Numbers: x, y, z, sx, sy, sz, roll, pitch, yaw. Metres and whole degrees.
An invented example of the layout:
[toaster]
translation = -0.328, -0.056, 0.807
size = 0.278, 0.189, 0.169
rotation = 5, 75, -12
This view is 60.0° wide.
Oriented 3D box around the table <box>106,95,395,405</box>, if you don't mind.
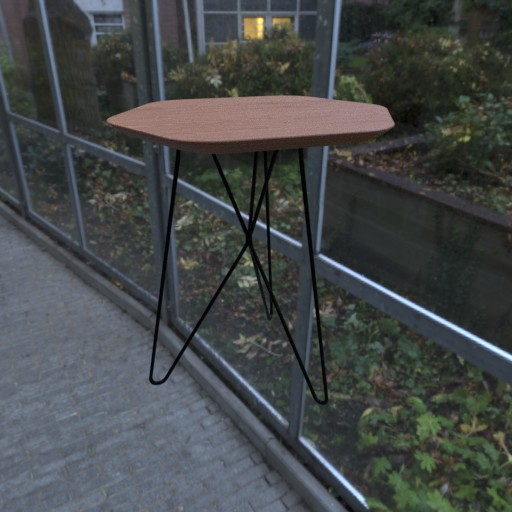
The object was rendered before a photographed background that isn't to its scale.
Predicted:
[table]
translation = 0.000, 0.000, 0.899
size = 0.500, 0.562, 0.400
rotation = -8, 28, -16
